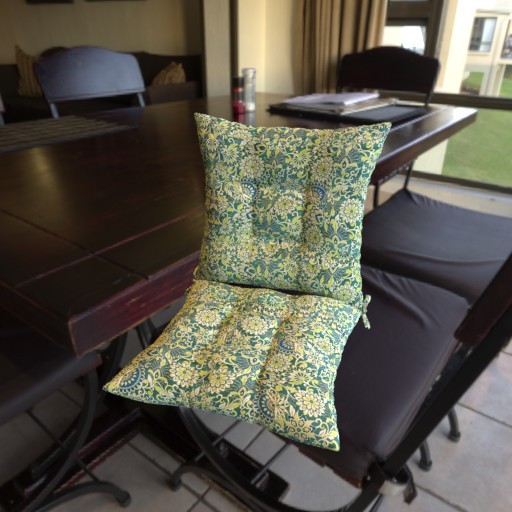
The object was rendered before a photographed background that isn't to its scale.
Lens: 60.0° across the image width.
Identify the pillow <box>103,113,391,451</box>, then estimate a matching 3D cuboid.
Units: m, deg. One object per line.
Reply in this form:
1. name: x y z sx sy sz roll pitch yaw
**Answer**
1. pillow: 0.000 0.000 1.015 0.541 0.536 0.585 8 29 16
